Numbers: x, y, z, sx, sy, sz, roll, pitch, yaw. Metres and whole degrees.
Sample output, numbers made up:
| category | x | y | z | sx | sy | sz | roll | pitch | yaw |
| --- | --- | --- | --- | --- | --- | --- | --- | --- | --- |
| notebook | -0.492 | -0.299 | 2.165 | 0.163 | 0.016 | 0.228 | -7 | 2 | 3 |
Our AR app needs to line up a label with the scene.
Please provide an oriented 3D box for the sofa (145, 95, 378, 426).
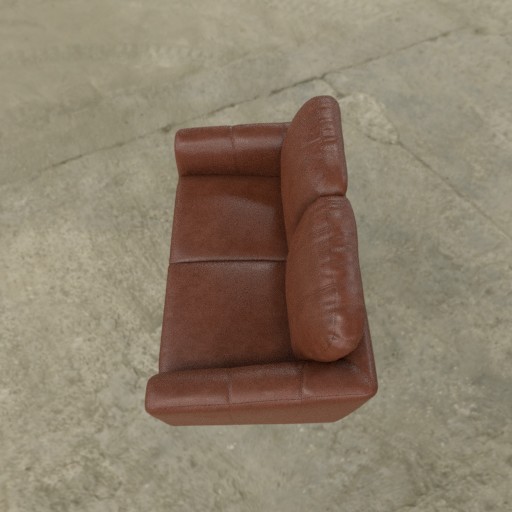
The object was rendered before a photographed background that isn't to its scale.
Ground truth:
| category | x | y | z | sx | sy | sz | roll | pitch | yaw |
| --- | --- | --- | --- | --- | --- | --- | --- | --- | --- |
| sofa | 0.000 | 0.000 | 1.971 | 0.805 | 0.906 | 1.406 | -1 | 57 | -1 |
